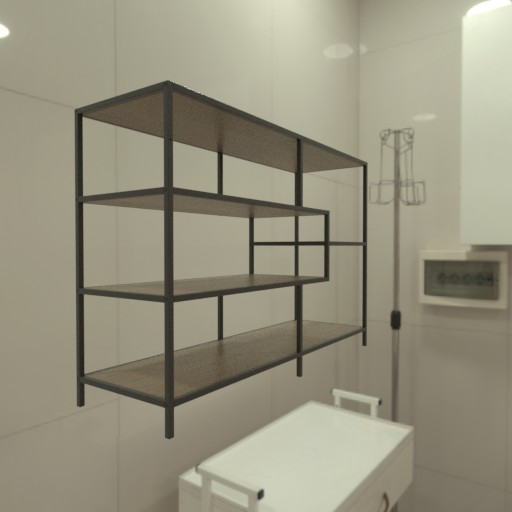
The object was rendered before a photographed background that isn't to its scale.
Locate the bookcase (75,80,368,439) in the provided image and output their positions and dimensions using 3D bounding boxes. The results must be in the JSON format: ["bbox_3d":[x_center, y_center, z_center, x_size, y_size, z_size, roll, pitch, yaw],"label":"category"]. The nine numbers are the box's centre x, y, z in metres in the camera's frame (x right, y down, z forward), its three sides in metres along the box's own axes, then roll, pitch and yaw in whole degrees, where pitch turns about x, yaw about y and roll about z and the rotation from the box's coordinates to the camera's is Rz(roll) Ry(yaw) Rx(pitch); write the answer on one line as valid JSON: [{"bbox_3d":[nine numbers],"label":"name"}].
[{"bbox_3d":[0.000,0.000,1.525,0.350,0.780,1.140,1,1,36],"label":"bookcase"}]
